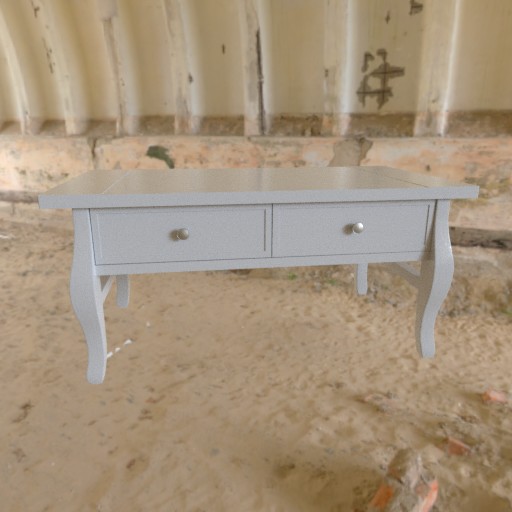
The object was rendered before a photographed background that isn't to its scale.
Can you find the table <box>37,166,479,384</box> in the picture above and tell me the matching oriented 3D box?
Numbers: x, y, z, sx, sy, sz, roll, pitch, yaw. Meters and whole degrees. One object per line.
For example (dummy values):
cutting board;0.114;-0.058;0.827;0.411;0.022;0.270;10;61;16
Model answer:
table;0.000;0.000;1.397;1.062;0.495;0.600;-2;17;-8
